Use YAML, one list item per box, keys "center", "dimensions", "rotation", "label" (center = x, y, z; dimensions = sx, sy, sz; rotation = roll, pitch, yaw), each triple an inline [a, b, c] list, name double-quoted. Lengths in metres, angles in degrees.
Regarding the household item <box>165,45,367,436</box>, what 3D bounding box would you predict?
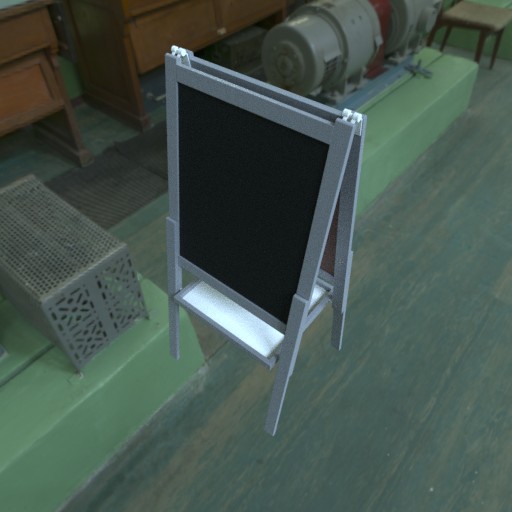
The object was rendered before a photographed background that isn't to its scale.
- center: [0.000, 0.000, 1.413]
  dimensions: [0.531, 1.172, 0.469]
  rotation: [31, 54, 25]
  label: "household item"
